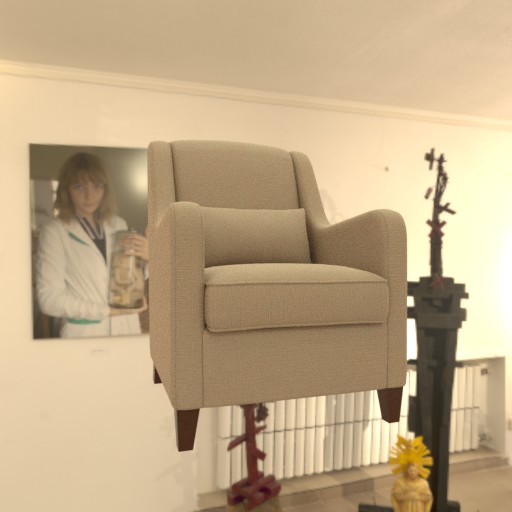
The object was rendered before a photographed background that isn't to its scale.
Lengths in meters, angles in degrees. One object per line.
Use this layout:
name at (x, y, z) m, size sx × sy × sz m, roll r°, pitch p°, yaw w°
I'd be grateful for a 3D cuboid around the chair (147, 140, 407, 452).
chair at (0.000, 0.000, 1.622) m, size 0.715 × 1.017 × 0.896 m, roll 0°, pitch 0°, yaw -18°
